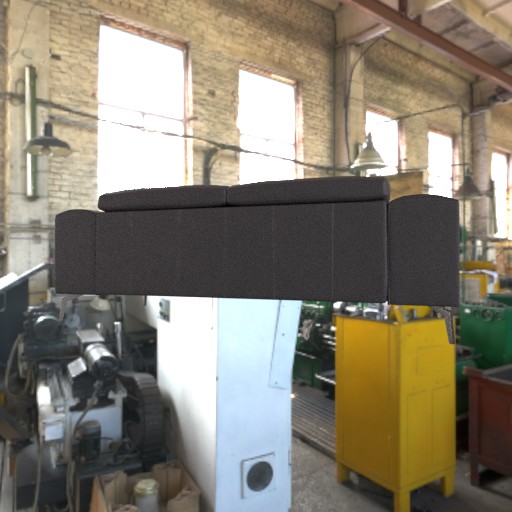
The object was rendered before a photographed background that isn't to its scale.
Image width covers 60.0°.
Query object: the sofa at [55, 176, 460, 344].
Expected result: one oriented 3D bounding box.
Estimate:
[{"bbox_3d":[0.000,0.000,2.858,2.330,0.814,1.048,0,0,19],"label":"sofa"}]
